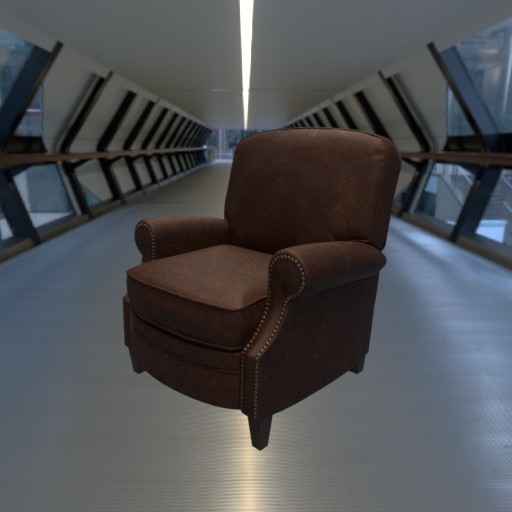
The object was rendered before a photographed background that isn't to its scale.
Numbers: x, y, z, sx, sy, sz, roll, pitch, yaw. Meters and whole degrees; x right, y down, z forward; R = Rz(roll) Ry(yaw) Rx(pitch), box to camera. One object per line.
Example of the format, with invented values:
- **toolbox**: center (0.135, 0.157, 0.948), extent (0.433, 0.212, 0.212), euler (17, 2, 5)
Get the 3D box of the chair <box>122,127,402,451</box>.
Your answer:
- **chair**: center (0.000, 0.000, 1.804), extent (0.936, 1.018, 0.986), euler (13, 20, 41)
